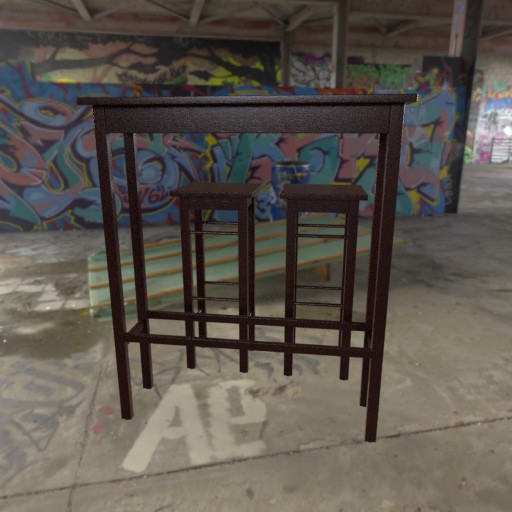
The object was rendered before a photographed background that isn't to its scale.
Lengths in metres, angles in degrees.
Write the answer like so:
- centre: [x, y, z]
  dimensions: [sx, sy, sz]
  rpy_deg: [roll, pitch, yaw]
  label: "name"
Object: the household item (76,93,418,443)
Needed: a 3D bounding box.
- centre: [0.000, 0.000, 1.636]
  dimensions: [0.914, 1.067, 0.676]
  rpy_deg: [2, 16, 8]
  label: "household item"
